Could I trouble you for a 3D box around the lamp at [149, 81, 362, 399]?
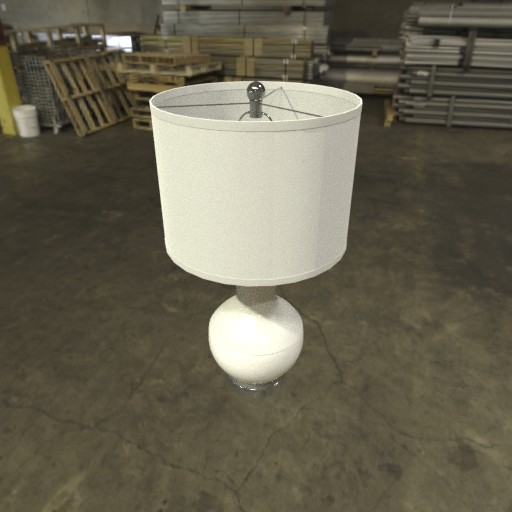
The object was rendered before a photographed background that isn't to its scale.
[{"bbox_3d":[0.000,0.000,0.908,0.357,0.673,0.357,9,31,15],"label":"lamp"}]
